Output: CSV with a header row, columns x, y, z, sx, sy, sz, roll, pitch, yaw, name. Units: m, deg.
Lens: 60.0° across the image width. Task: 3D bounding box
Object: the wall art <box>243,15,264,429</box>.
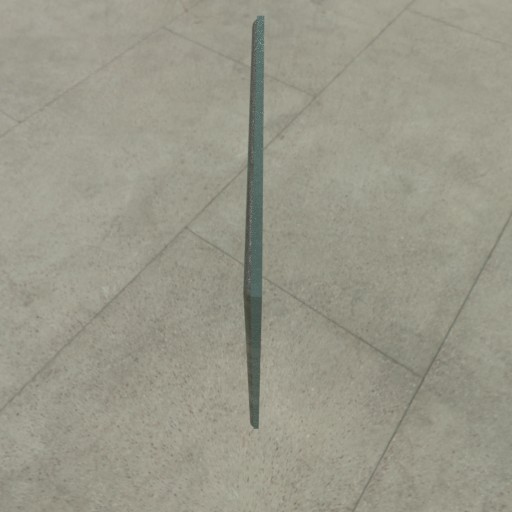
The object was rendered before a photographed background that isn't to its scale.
x,y,z,sx,sy,sz,roll,pitch,yaw,name
0.000,0.000,1.293,0.030,0.983,0.767,1,58,0,wall art
